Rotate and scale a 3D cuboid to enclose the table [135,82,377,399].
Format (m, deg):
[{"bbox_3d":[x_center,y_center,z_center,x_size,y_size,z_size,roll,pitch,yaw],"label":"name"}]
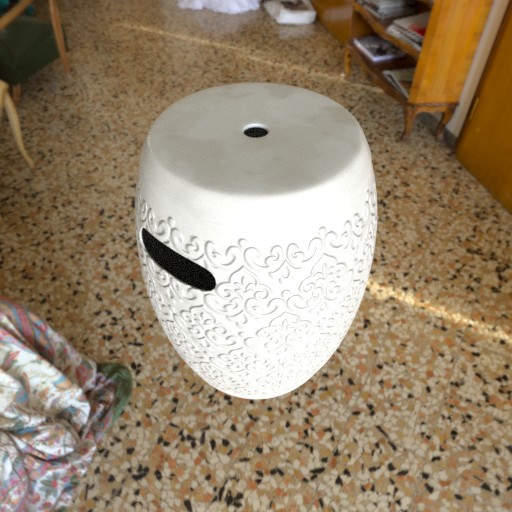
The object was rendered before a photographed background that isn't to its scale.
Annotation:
[{"bbox_3d":[0.000,0.000,0.618,0.309,0.397,0.309,0,47,0],"label":"table"}]
